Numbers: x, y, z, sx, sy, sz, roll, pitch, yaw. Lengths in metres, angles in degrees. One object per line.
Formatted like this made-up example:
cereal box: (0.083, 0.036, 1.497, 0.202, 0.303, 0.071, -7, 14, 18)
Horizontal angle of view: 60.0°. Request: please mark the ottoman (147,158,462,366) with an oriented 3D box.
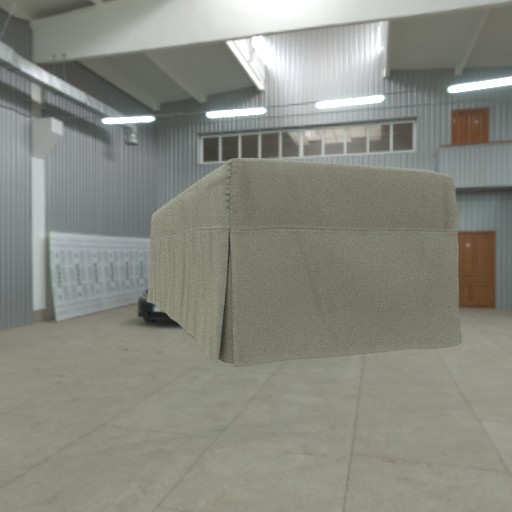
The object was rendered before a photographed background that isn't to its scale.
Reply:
ottoman: (0.000, 0.000, 1.661, 0.665, 0.457, 1.388, 0, 0, -20)
